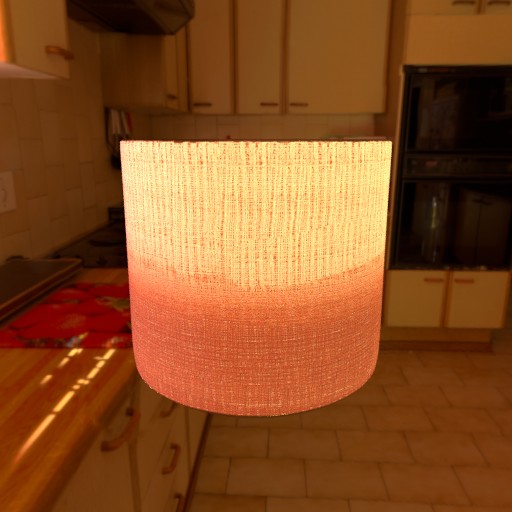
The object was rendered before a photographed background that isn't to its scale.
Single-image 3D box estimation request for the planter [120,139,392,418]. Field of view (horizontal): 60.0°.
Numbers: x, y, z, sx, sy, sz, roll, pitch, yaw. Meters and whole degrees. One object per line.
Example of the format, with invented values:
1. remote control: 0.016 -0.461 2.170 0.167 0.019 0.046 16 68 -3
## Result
1. planter: 0.000 0.000 0.394 0.221 0.201 0.221 0 15 0
